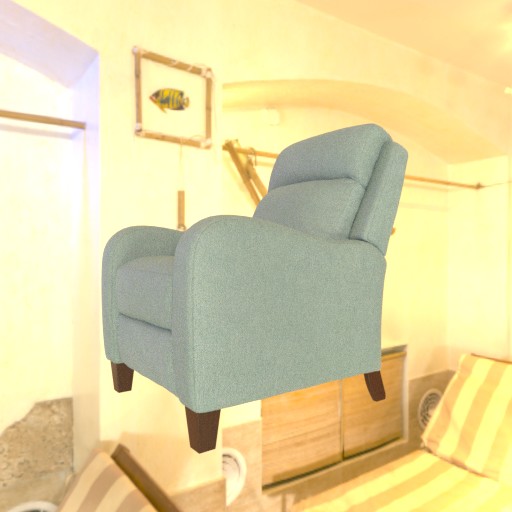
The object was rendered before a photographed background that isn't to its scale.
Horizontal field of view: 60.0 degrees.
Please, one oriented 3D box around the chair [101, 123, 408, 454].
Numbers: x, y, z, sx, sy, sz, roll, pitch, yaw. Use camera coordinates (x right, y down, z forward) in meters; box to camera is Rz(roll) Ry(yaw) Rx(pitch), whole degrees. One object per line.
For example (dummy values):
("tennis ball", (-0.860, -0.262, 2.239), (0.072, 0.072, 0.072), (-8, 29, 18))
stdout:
("chair", (0.000, 0.000, 1.743), (0.988, 1.067, 0.785), (0, 1, -36))
